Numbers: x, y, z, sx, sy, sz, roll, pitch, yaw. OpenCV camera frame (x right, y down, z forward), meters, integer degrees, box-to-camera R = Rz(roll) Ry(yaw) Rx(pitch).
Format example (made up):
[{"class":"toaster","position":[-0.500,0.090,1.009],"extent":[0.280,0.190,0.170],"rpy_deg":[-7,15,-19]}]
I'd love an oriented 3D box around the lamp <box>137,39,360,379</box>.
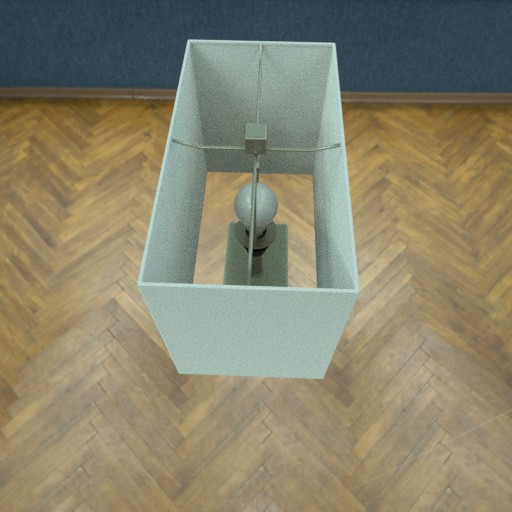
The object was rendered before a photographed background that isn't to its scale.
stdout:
[{"class":"lamp","position":[0.000,0.000,0.704],"extent":[0.200,0.515,0.380],"rpy_deg":[2,58,1]}]
